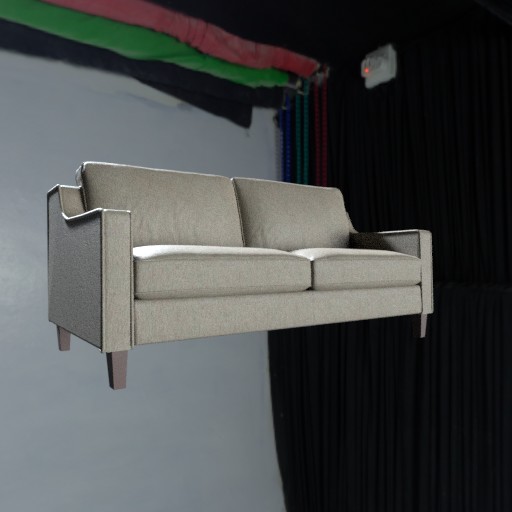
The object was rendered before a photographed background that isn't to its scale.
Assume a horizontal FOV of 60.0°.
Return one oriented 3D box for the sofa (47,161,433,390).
[{"bbox_3d":[0.000,0.000,2.729,2.181,1.074,1.073,0,-1,-36],"label":"sofa"}]
